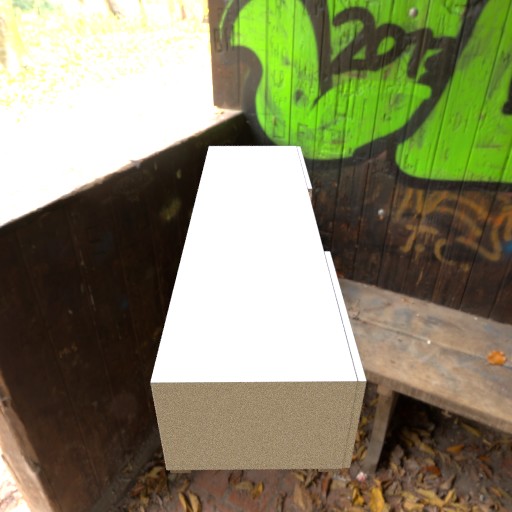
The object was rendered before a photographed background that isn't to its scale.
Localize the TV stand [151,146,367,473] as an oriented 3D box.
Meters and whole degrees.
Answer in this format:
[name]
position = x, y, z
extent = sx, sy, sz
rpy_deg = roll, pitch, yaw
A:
[TV stand]
position = 0.000, 0.000, 1.534
extent = 0.420, 0.310, 1.400
rpy_deg = 0, 32, 0
